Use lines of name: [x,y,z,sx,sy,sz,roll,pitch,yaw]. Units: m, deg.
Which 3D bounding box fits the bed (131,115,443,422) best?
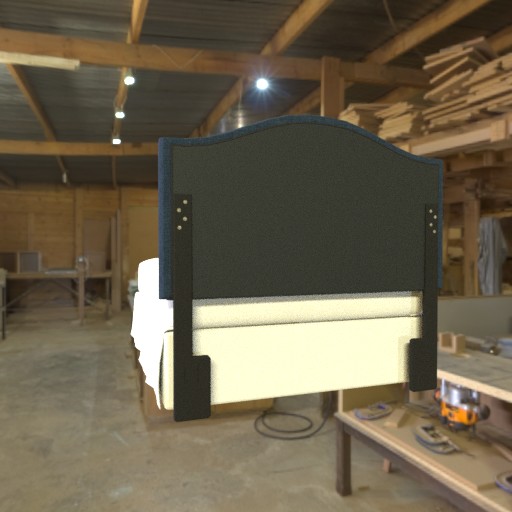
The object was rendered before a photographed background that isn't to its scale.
bed: [0.000,0.000,3.334,1.713,1.518,2.153,0,1,-19]
